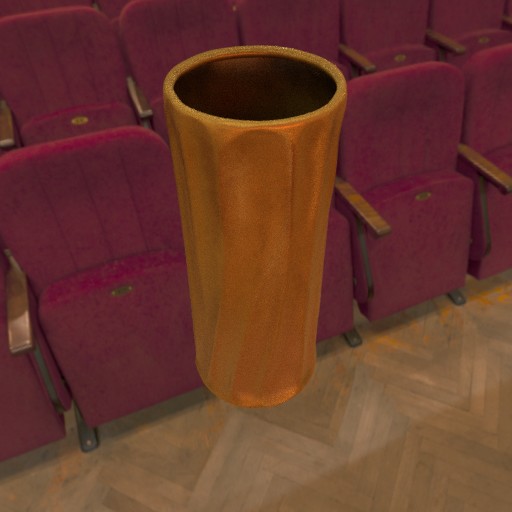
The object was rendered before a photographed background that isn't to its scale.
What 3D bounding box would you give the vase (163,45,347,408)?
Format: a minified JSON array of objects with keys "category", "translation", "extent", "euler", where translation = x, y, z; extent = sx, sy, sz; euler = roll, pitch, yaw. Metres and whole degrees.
[{"category":"vase","translation":[0.000,0.000,0.176],"extent":[0.061,0.143,0.061],"euler":[0,46,0]}]
